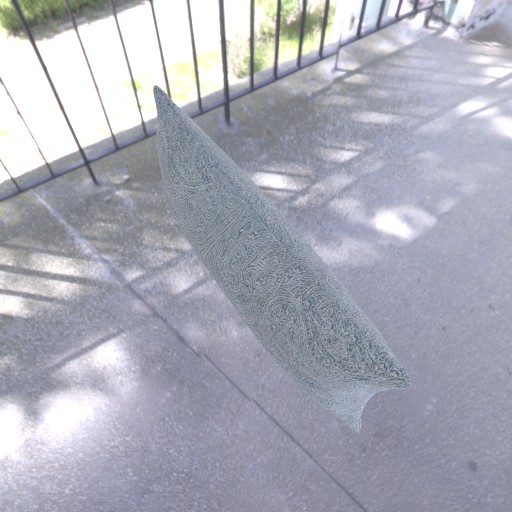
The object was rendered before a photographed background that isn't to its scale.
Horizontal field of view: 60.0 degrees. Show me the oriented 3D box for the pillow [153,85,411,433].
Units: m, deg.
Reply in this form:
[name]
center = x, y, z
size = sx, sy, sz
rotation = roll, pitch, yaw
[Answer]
[pillow]
center = 0.000, 0.000, 0.749
size = 0.151, 0.295, 0.615
rotation = -30, 63, -17
